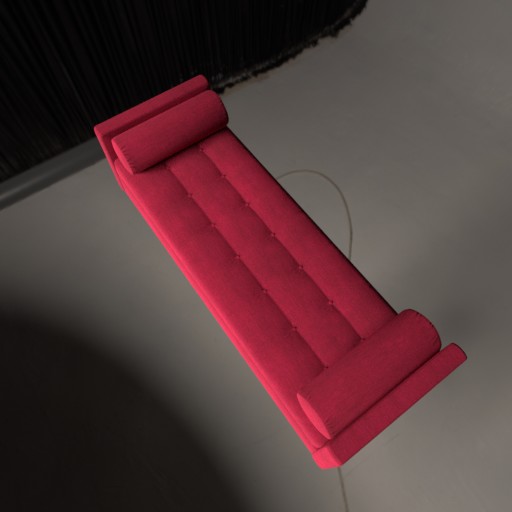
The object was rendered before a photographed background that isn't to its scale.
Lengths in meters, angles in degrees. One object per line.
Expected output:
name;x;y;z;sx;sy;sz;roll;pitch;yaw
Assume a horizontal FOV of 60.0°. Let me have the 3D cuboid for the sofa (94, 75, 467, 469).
sofa;0.000;0.000;2.306;0.686;0.635;1.981;-33;68;-15
